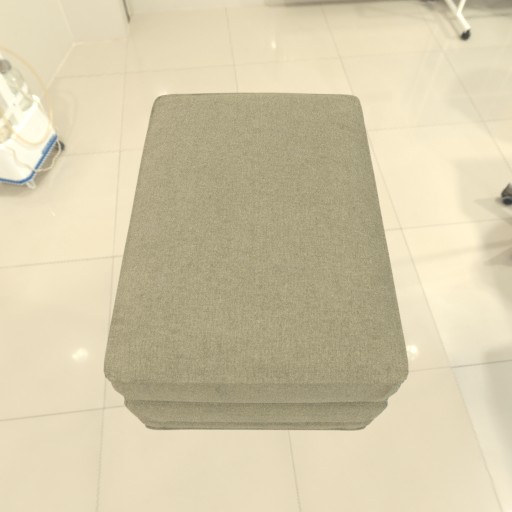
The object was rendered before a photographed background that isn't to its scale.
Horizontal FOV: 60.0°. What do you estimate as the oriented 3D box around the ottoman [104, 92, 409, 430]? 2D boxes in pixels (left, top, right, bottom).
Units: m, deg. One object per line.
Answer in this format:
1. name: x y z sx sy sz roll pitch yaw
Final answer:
1. ottoman: 0.000 0.000 1.215 0.611 0.508 0.848 0 58 0
